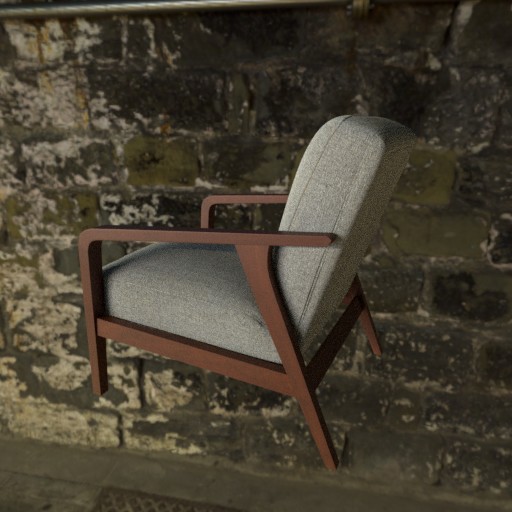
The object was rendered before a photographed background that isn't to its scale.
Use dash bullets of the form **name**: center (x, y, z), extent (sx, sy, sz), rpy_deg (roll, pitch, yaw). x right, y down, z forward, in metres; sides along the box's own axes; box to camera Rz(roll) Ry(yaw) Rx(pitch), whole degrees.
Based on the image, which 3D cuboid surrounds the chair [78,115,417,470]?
- **chair**: center (0.000, 0.000, 1.415), extent (0.858, 0.847, 0.704), rpy_deg (7, 18, 24)
